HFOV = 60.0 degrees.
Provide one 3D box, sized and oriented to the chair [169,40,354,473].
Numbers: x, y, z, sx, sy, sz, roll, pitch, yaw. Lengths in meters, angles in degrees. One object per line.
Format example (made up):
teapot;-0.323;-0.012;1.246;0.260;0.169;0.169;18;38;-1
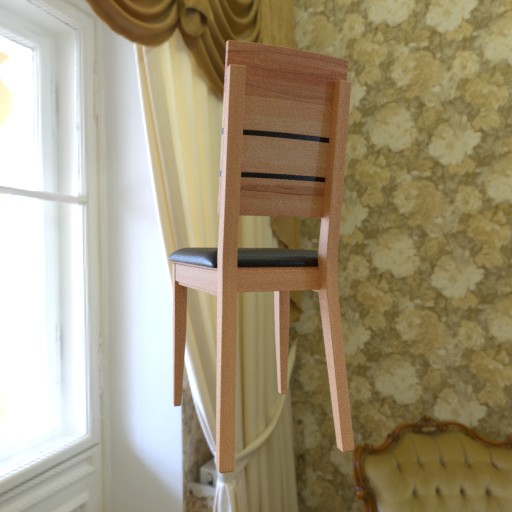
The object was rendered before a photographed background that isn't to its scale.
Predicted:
chair;0.000;0.000;1.235;0.410;0.940;0.520;0;0;-20
